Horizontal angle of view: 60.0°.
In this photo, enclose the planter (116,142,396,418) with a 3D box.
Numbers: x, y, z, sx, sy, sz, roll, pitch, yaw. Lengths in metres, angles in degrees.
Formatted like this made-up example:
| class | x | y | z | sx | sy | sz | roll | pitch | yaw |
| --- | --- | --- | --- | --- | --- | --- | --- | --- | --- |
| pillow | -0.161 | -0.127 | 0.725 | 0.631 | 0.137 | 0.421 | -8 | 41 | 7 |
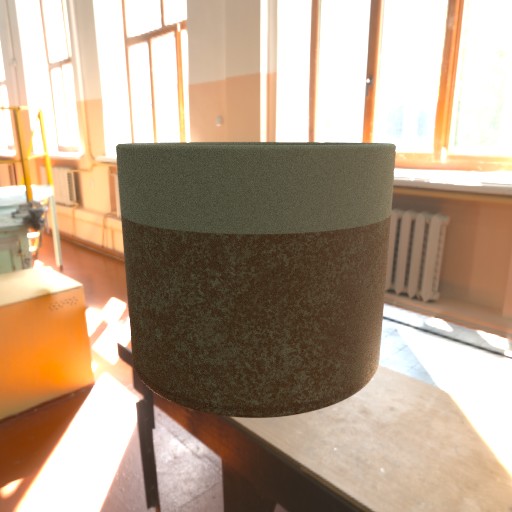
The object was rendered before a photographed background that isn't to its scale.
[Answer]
| class | x | y | z | sx | sy | sz | roll | pitch | yaw |
| --- | --- | --- | --- | --- | --- | --- | --- | --- | --- |
| planter | 0.000 | 0.000 | 0.279 | 0.159 | 0.138 | 0.159 | 0 | 15 | 0 |
